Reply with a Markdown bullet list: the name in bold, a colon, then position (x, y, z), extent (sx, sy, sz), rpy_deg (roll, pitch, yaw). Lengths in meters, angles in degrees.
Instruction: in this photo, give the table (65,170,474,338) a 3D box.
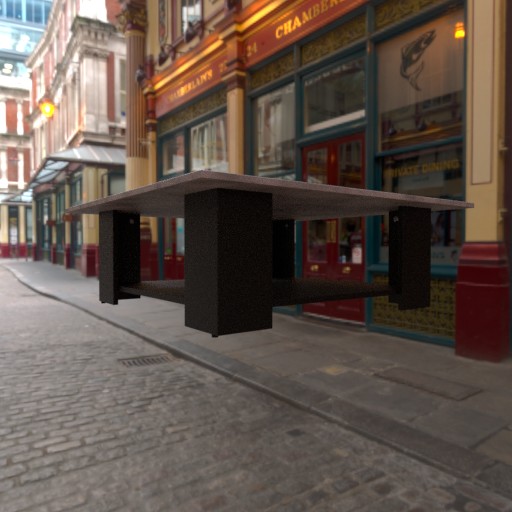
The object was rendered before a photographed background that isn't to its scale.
- **table**: position (0.000, 0.000, 1.357), extent (0.890, 0.305, 0.890), rpy_deg (-1, 1, -37)
